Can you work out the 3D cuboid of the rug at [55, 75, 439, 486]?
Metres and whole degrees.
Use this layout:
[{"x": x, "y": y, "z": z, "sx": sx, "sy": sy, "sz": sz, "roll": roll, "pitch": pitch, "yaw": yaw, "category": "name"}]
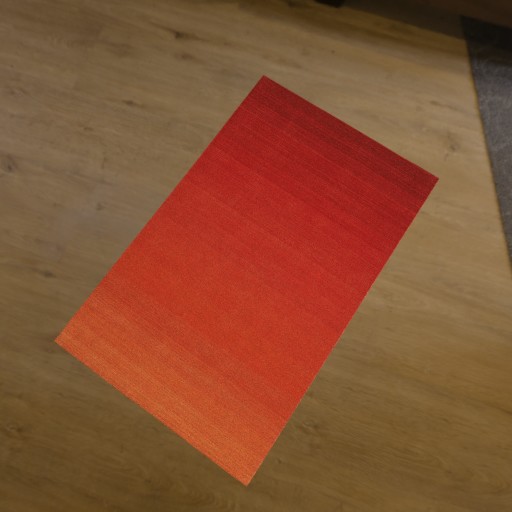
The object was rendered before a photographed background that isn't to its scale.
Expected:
[{"x": 0.000, "y": 0.000, "z": 3.041, "sx": 1.531, "sy": 0.010, "sz": 2.442, "roll": 33, "pitch": 78, "yaw": 8, "category": "rug"}]
